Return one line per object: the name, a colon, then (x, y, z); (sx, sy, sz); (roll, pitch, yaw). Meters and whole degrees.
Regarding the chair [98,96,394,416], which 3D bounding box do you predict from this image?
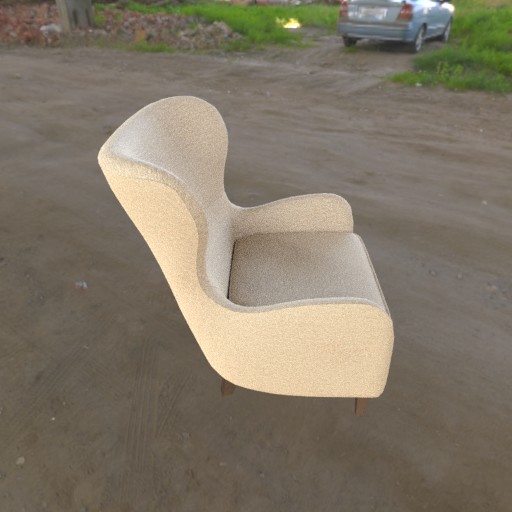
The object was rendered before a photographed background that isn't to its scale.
chair: (0.000, 0.000, 1.770); (0.984, 1.064, 0.861); (1, 32, 1)
